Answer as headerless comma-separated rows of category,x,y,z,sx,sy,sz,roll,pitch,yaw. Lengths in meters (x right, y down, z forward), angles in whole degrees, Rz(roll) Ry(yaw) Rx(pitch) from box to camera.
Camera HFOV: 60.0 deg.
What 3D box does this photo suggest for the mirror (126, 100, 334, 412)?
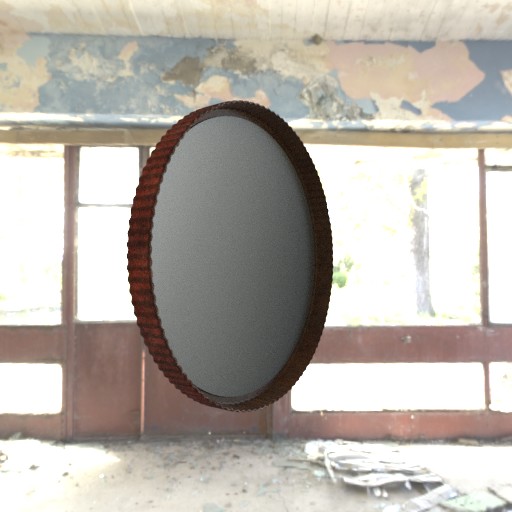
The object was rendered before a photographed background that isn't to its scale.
mirror,0.000,0.000,0.911,0.056,0.609,0.609,-1,-2,36
